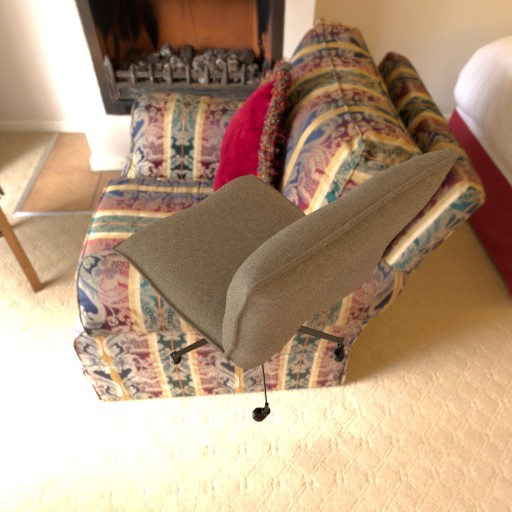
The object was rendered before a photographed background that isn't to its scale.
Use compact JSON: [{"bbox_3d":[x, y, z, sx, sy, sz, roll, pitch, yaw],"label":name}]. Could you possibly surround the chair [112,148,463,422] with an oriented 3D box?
[{"bbox_3d":[0.000,0.000,1.268,0.597,0.811,0.696,-32,55,-26],"label":"chair"}]
